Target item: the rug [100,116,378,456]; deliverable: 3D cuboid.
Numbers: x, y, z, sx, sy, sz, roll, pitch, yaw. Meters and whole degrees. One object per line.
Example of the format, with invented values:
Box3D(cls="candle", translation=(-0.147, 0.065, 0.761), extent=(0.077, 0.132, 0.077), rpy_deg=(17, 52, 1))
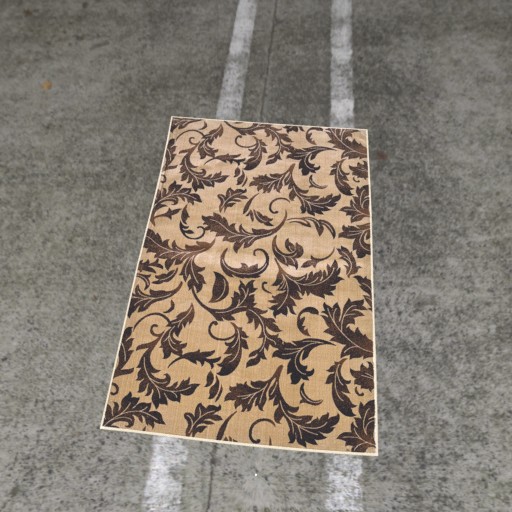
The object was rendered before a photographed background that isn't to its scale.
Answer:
Box3D(cls="rug", translation=(0.000, 0.000, 2.896), extent=(1.522, 0.008, 2.284), rpy_deg=(4, 64, 2))
